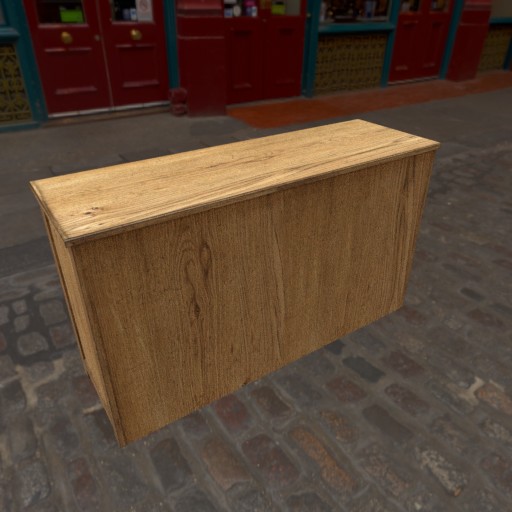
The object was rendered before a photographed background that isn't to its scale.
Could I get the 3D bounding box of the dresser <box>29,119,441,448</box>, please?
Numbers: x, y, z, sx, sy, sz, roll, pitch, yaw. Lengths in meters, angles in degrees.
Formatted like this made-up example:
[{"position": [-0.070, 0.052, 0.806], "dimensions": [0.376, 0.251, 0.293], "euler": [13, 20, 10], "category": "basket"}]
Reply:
[{"position": [0.000, 0.000, 2.066], "dimensions": [1.657, 0.932, 0.563], "euler": [-19, 36, -28], "category": "dresser"}]
